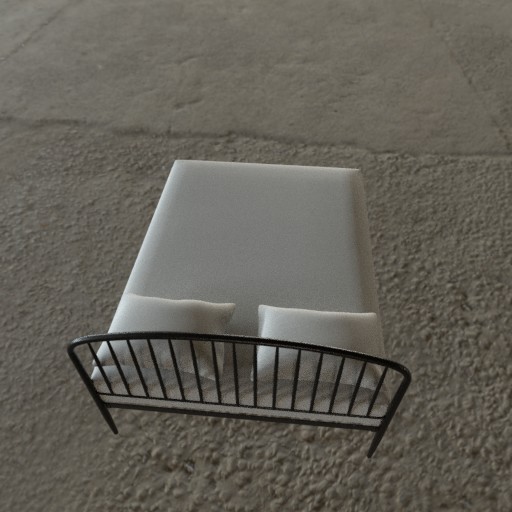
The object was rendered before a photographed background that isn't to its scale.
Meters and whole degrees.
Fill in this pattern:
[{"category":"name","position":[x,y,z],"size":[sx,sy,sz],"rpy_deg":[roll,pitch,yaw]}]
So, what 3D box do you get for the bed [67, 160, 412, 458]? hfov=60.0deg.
[{"category":"bed","position":[0.000,0.000,3.056],"size":[1.618,1.166,2.159],"rpy_deg":[4,46,4]}]
